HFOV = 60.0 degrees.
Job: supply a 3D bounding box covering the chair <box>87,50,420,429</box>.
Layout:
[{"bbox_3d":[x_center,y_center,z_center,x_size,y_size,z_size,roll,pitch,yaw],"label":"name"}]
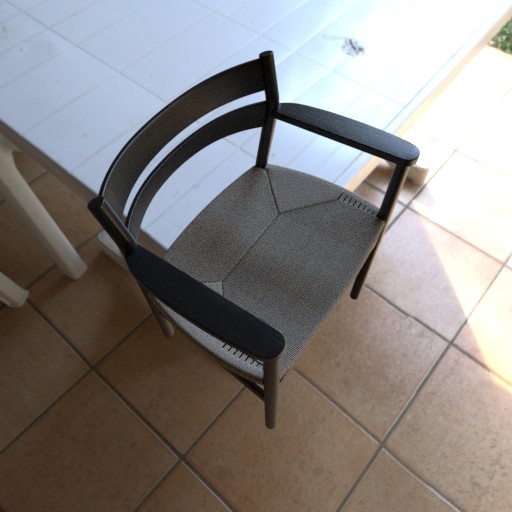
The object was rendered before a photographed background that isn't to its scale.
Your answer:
[{"bbox_3d":[0.000,0.000,1.180,0.508,0.775,0.630,31,63,18],"label":"chair"}]
